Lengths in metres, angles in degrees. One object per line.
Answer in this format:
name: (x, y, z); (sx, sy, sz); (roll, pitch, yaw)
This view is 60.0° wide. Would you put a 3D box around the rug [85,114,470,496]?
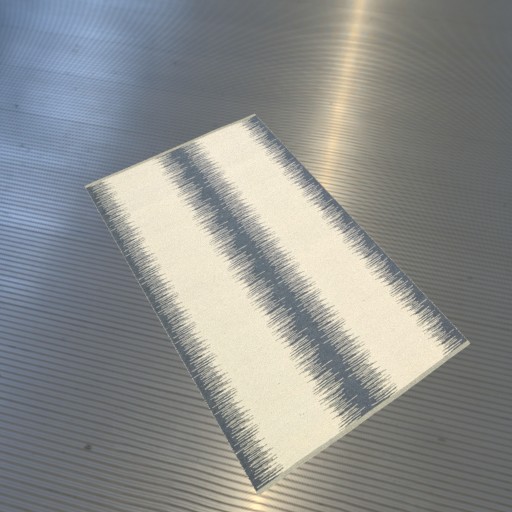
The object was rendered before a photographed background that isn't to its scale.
rug: (0.000, 0.000, 3.010); (1.519, 0.003, 2.453); (-28, 62, -17)
